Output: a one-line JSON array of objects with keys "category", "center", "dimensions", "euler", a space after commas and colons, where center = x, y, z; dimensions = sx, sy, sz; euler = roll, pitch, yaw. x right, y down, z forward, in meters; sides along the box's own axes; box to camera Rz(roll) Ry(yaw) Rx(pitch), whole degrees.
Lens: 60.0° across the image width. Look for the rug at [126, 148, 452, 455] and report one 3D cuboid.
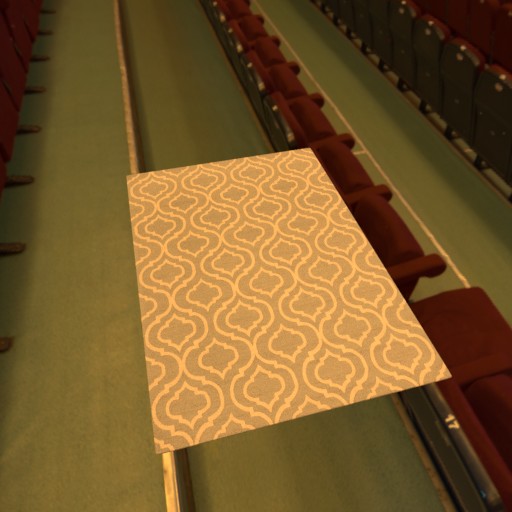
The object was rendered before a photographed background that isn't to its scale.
[{"category": "rug", "center": [0.000, 0.000, 2.743], "dimensions": [1.451, 0.010, 2.080], "euler": [-11, 48, -10]}]
